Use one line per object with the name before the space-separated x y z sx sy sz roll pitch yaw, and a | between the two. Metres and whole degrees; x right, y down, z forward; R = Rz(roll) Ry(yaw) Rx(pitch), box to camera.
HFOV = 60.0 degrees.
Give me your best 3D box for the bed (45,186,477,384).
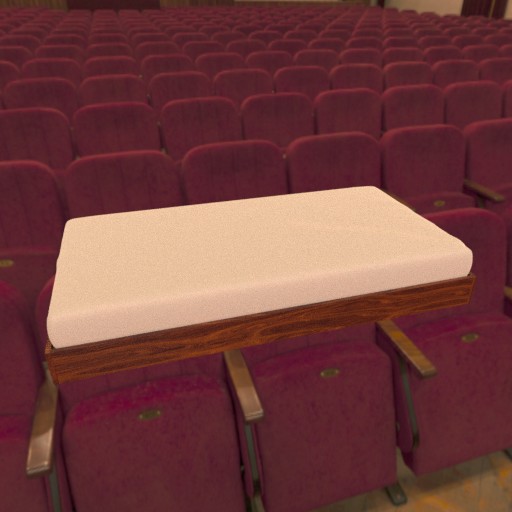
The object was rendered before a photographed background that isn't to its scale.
bed | 0.000 0.000 2.212 1.860 0.312 0.940 -8 30 -14
